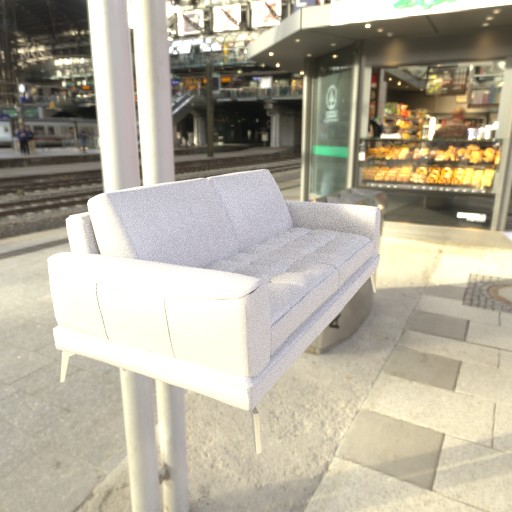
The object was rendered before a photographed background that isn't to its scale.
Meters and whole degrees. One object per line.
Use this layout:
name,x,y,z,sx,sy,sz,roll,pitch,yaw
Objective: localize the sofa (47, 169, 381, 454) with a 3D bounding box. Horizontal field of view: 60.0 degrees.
sofa,0.000,0.000,2.717,1.121,0.930,2.177,8,17,26
